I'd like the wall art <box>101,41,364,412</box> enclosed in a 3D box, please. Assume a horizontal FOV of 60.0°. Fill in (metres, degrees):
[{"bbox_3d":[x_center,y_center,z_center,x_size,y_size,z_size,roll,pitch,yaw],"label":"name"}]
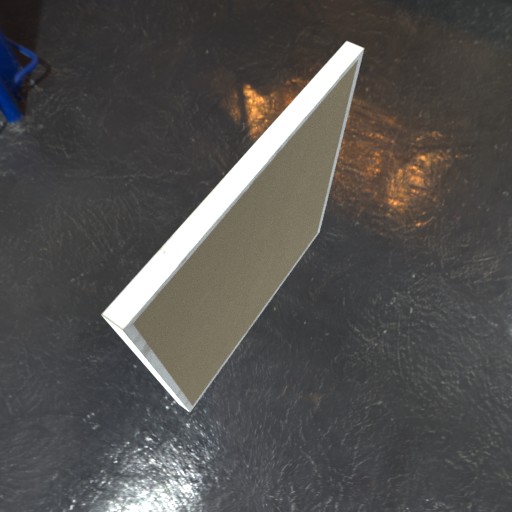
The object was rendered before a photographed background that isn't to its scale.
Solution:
[{"bbox_3d":[0.000,0.000,0.762,0.029,0.506,0.508,31,66,15],"label":"wall art"}]
